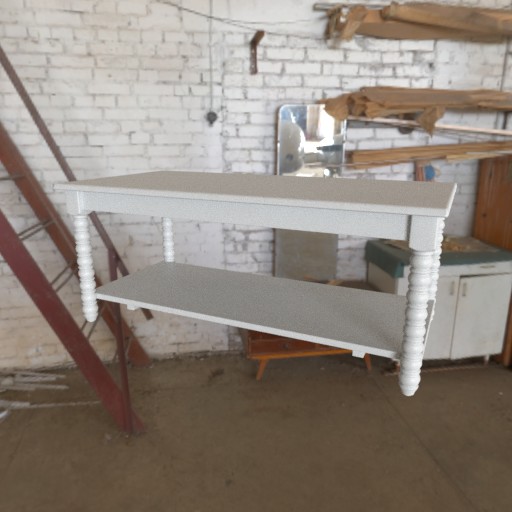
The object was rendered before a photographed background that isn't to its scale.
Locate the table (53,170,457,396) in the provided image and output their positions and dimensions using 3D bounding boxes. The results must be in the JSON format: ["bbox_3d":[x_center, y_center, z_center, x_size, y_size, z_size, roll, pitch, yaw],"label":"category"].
[{"bbox_3d":[0.000,0.000,1.490,1.171,0.487,0.580,7,17,24],"label":"table"}]
